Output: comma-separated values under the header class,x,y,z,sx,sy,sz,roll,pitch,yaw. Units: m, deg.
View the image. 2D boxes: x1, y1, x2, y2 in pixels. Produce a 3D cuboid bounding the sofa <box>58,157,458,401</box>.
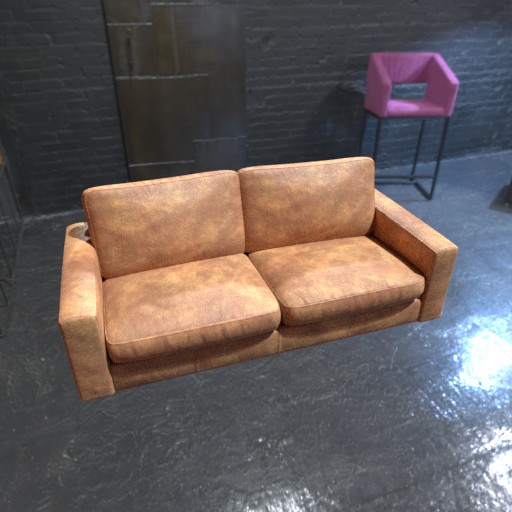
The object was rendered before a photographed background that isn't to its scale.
class,x,y,z,sx,sy,sz,roll,pitch,yaw
sofa,0.000,0.000,2.711,2.179,0.873,1.016,-10,32,-15
